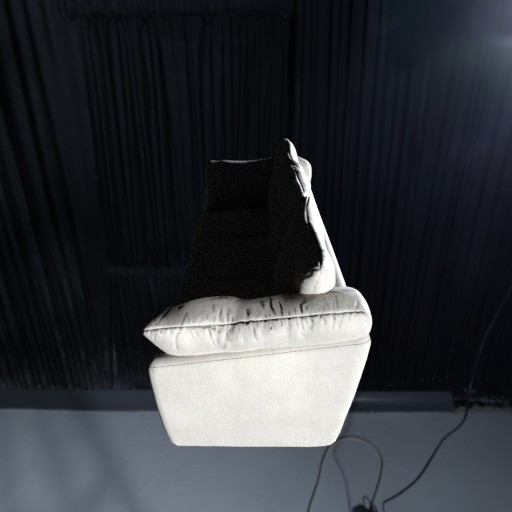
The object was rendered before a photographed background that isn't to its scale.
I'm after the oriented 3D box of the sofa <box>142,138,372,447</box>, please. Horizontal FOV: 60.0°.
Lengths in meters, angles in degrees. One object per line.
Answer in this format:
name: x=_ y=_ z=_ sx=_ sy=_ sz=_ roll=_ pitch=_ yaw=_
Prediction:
sofa: x=0.000 y=0.000 z=2.751 sx=0.878 sy=0.996 sz=2.334 roll=0 pitch=27 yaw=0
